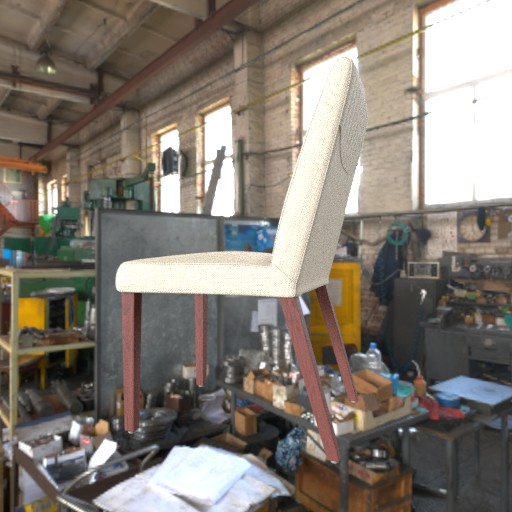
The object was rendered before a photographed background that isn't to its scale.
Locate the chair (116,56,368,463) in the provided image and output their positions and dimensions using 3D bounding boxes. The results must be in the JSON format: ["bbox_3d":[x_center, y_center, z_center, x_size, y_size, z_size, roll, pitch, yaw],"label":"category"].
[{"bbox_3d":[0.000,0.000,1.245,0.594,0.900,0.480,0,0,18],"label":"chair"}]
